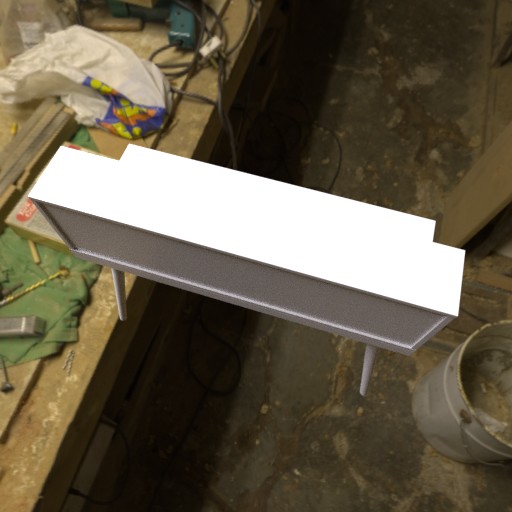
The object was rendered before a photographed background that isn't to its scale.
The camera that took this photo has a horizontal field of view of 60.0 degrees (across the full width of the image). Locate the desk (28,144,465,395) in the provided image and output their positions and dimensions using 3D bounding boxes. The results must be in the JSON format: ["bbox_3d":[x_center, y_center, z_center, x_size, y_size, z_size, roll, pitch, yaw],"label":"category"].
[{"bbox_3d":[0.000,0.000,1.721,1.199,0.990,0.559,16,64,8],"label":"desk"}]
